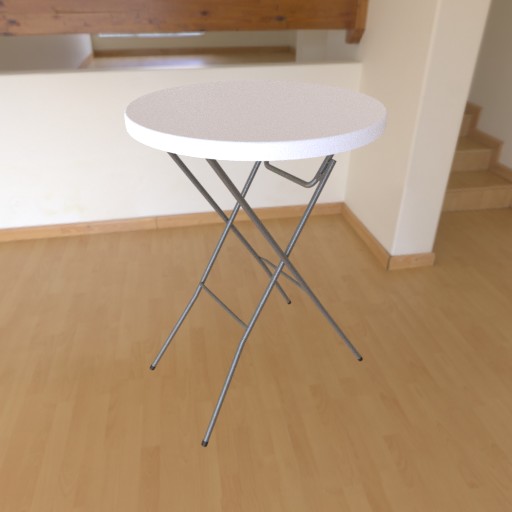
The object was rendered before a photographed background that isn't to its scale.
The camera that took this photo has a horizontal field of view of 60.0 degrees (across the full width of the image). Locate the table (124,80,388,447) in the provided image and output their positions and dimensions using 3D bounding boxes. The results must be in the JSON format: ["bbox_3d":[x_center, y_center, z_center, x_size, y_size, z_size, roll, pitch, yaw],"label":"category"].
[{"bbox_3d":[0.000,0.000,1.658,0.795,1.105,0.792,-20,37,-29],"label":"table"}]
